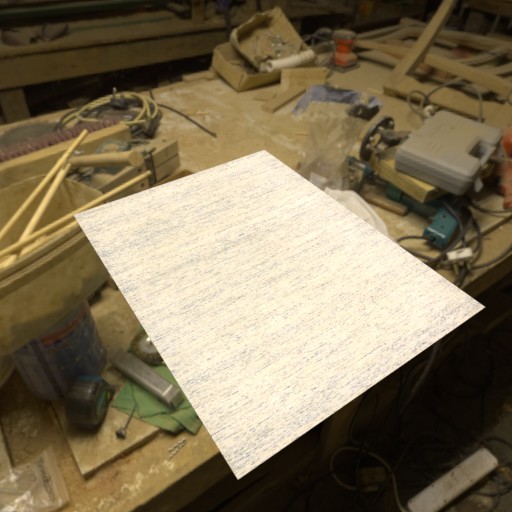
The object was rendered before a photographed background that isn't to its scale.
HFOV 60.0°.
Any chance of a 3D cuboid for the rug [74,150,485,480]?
[{"bbox_3d":[0.000,0.000,4.159,2.438,0.006,3.197,-25,48,-25],"label":"rug"}]
